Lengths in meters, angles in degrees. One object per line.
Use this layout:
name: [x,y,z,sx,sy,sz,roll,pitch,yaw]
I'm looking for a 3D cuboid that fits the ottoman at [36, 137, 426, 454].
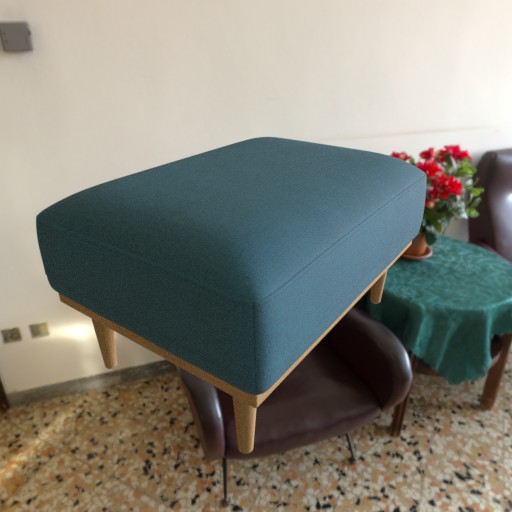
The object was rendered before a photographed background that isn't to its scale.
ottoman: [0.000,0.000,1.034,0.549,0.428,0.749,18,32,31]
